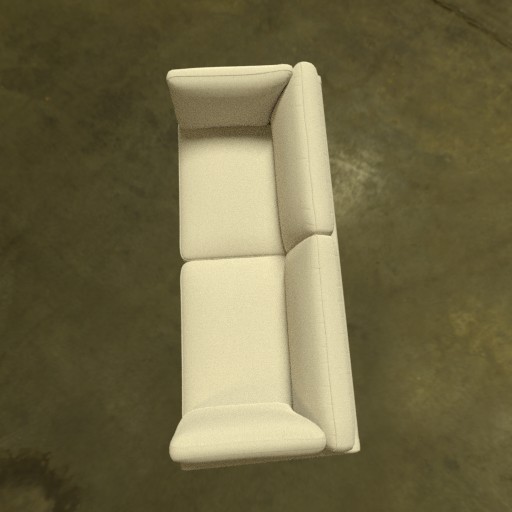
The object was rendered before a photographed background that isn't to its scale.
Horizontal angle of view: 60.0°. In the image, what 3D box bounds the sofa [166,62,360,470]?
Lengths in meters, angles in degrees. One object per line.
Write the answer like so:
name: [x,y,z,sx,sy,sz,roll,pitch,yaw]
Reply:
sofa: [0.000,0.000,2.723,0.957,0.863,2.301,-3,76,-1]
